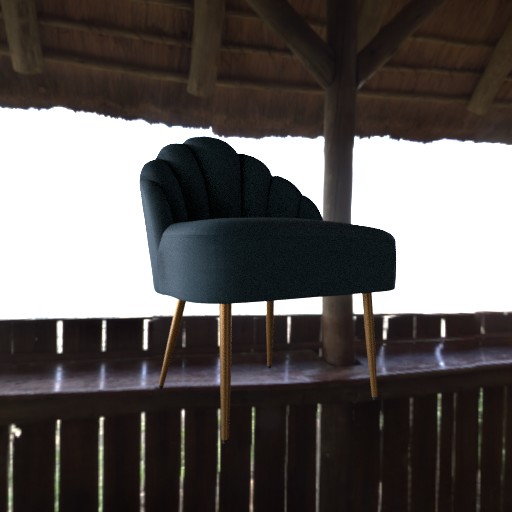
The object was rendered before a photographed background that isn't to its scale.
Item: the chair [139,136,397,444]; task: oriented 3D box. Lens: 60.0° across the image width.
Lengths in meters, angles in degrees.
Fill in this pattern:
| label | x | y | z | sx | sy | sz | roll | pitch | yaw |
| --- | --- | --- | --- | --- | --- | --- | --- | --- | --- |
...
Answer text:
| label | x | y | z | sx | sy | sz | roll | pitch | yaw |
| --- | --- | --- | --- | --- | --- | --- | --- | --- | --- |
| chair | 0.000 | 0.000 | 1.307 | 0.657 | 0.819 | 0.599 | 0 | 1 | -35 |
